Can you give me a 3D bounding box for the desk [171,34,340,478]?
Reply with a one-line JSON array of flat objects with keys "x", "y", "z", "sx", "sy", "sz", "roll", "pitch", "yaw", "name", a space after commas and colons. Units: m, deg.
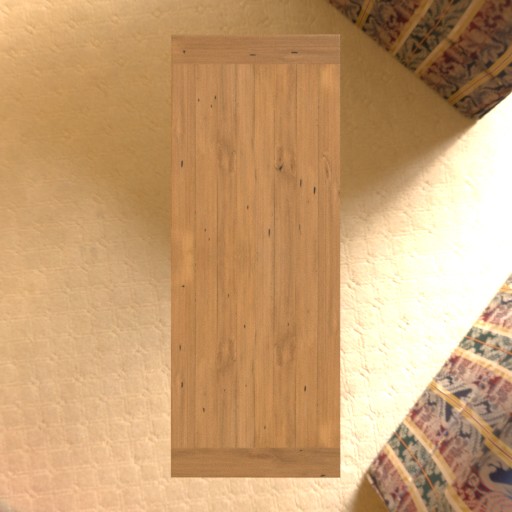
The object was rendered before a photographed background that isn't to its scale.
[{"x": 0.000, "y": 0.000, "z": 2.186, "sx": 0.688, "sy": 0.762, "sz": 1.803, "roll": 0, "pitch": 90, "yaw": 0, "name": "desk"}]
